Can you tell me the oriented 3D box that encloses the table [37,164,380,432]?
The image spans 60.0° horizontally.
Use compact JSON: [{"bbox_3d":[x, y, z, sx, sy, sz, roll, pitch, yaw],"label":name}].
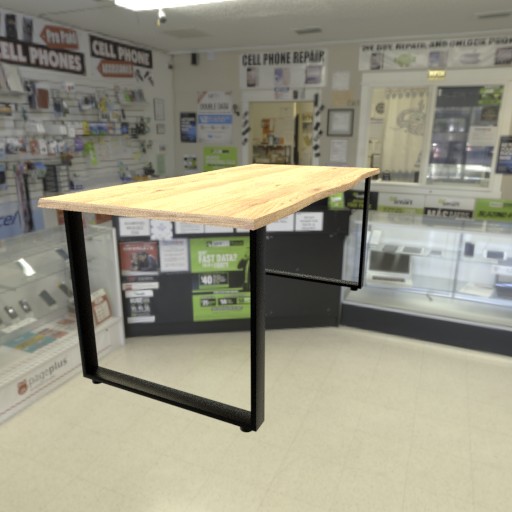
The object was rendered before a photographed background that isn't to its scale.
[{"bbox_3d":[0.000,0.000,2.279,0.900,0.780,1.800,8,18,25],"label":"table"}]
